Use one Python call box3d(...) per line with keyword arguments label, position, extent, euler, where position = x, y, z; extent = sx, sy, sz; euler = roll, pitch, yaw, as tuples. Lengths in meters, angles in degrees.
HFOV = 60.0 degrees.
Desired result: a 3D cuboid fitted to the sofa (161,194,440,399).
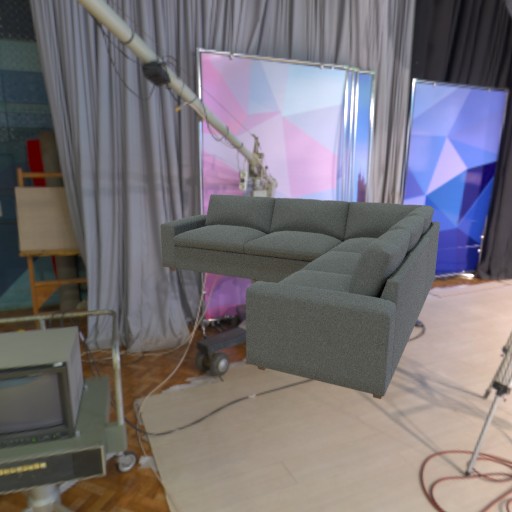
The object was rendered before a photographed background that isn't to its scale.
box3d(label="sofa", position=(0.000, 0.000, 4.636), extent=(3.277, 0.965, 2.895), euler=(7, 15, 26))
